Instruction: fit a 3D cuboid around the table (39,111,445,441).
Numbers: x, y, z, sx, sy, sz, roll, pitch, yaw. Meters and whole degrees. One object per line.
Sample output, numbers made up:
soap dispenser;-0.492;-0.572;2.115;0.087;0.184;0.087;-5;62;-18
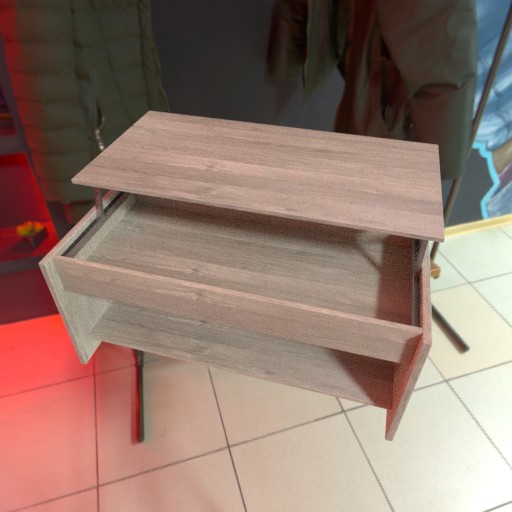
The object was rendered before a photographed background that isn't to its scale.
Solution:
table;0.000;0.000;1.431;1.000;0.570;0.712;10;42;12
